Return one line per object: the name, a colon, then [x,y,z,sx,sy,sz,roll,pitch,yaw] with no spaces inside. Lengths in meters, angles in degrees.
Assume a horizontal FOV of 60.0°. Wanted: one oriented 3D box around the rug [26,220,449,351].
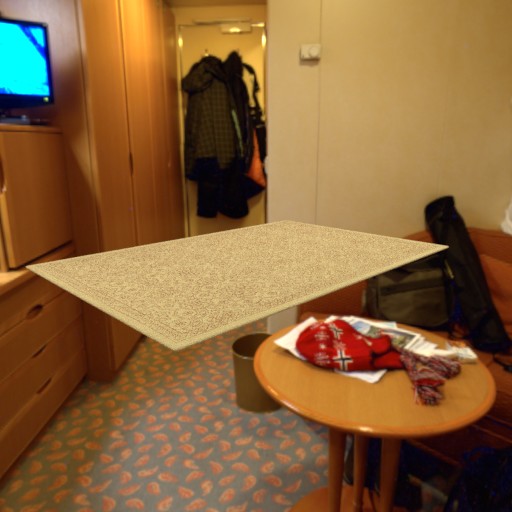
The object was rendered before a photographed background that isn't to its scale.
rug: [0.000,0.000,2.271,1.829,0.010,1.219,-14,20,-43]
